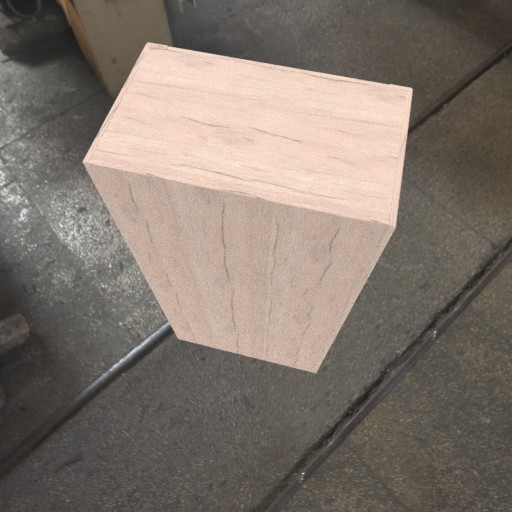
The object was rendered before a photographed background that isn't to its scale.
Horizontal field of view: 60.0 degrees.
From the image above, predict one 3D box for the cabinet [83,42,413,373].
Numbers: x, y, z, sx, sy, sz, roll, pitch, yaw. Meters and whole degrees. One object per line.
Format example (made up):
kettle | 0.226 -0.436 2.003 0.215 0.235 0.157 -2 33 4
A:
cabinet | 0.000 0.000 2.324 0.980 1.930 0.580 13 64 6
